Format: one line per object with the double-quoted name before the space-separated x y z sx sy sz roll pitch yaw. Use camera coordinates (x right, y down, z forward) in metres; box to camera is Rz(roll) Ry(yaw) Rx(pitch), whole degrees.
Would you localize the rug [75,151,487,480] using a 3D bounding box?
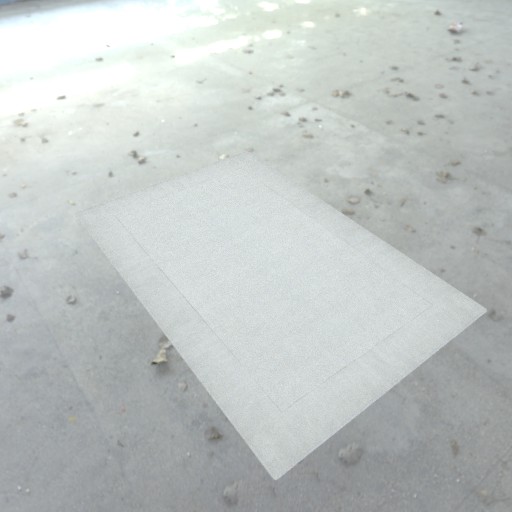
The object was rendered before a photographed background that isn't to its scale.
"rug" 0.000 0.000 2.254 1.219 0.013 1.829 -26 48 -27
